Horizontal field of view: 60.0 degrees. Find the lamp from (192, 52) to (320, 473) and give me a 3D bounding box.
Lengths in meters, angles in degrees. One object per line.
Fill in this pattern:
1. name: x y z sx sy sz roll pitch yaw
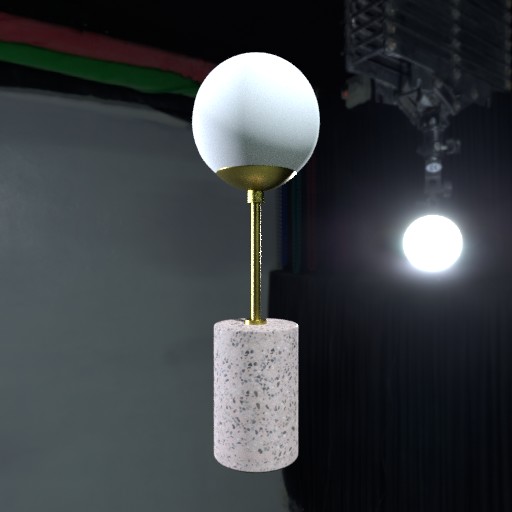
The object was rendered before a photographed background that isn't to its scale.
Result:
1. lamp: 0.000 0.000 0.540 0.153 0.480 0.153 0 0 0
